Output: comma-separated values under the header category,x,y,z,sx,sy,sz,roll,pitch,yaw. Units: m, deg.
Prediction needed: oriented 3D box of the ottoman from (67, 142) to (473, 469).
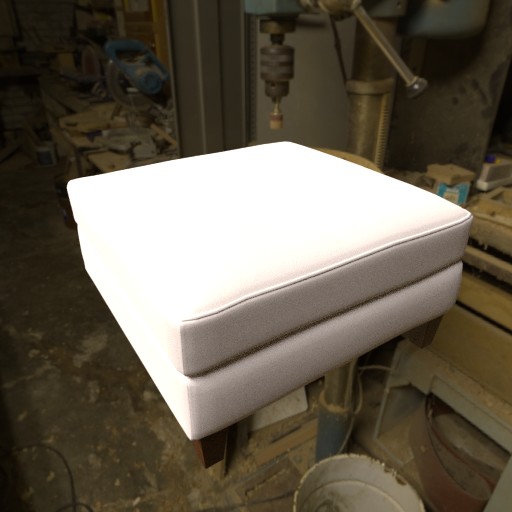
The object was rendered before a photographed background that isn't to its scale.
category,x,y,z,sx,sy,sz,roll,pitch,yaw
ottoman,0.000,0.000,1.309,0.838,0.479,0.838,-18,34,-28
